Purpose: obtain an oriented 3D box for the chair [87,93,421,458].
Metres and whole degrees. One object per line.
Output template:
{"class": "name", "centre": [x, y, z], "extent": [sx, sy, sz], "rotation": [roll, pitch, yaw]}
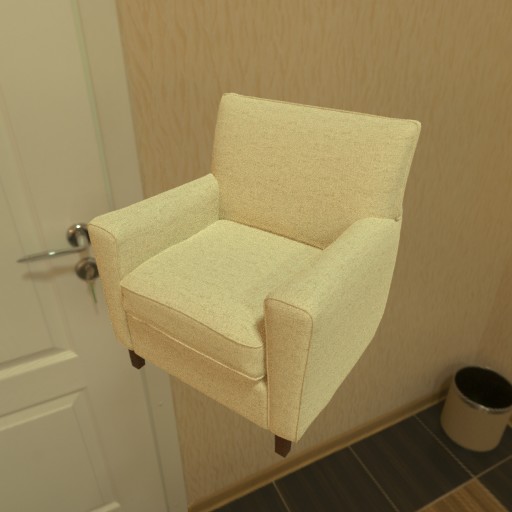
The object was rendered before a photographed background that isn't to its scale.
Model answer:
{"class": "chair", "centre": [0.000, 0.000, 1.625], "extent": [0.870, 0.943, 0.823], "rotation": [20, 36, 29]}
